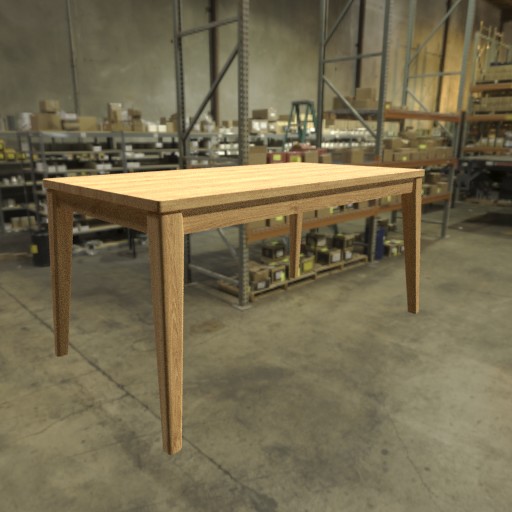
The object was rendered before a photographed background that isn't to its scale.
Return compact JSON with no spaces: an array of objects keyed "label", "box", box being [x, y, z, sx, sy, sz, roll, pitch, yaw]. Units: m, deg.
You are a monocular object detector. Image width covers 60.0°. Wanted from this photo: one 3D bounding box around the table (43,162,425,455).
[{"label":"table","box":[0.000,0.000,2.076,1.600,0.760,0.900,-15,21,-42]}]
